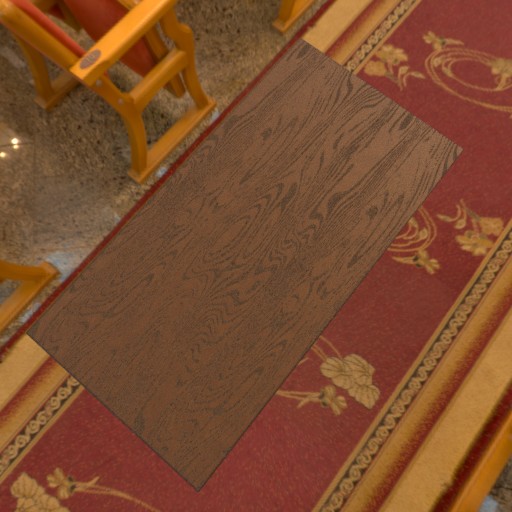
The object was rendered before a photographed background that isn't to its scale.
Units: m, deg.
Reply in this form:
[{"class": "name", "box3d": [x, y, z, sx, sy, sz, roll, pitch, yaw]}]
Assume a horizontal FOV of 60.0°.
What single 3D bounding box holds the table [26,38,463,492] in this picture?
[{"class": "table", "box3d": [0.000, 0.000, 2.435, 1.016, 0.762, 1.981, 39, 79, 9]}]
